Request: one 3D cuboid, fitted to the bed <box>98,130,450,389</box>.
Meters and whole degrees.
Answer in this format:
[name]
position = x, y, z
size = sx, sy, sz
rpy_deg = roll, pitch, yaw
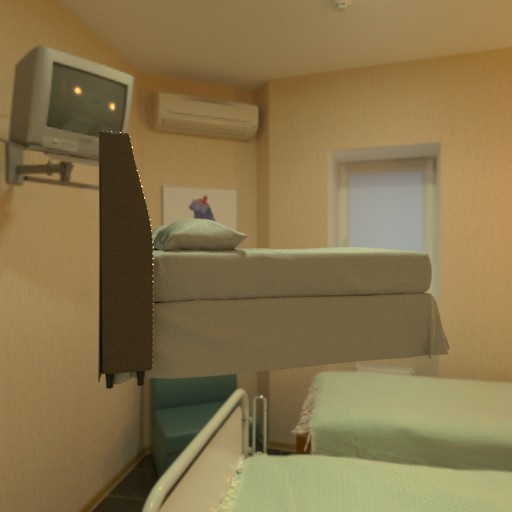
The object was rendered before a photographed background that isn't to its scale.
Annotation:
[bed]
position = 0.000, 0.000, 3.460
size = 2.276, 1.332, 1.925
rpy_deg = 0, 1, -18
